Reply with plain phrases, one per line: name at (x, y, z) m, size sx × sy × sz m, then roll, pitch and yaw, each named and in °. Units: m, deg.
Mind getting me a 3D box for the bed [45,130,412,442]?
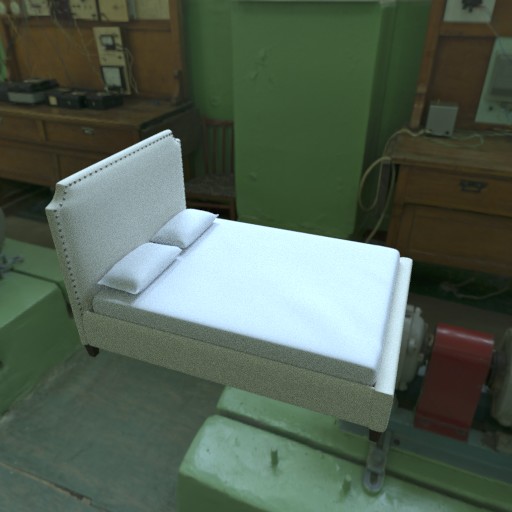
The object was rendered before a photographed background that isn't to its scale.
bed at (0.000, 0.000, 3.516) m, size 2.372 × 1.443 × 1.712 m, roll 11°, pitch 32°, yaw 18°
